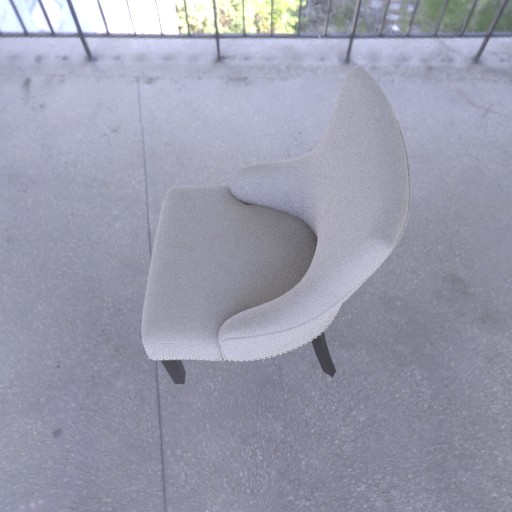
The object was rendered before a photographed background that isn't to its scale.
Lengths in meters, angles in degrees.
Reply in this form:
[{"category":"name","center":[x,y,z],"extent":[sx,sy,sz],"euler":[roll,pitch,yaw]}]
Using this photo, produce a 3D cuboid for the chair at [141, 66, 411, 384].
[{"category":"chair","center":[0.000,0.000,1.286],"extent":[0.629,0.909,0.566],"euler":[1,58,1]}]
